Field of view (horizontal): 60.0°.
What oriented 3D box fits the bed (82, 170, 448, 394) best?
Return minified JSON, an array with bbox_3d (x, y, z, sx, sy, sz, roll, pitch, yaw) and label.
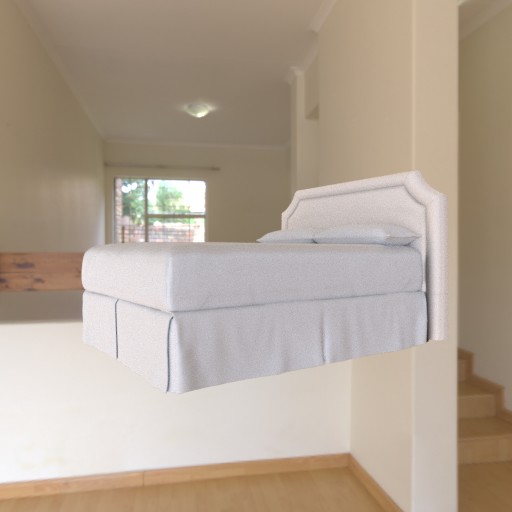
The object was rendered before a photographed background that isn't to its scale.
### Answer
[{"bbox_3d":[0.000,0.000,3.333,2.164,1.297,1.828,0,1,-35],"label":"bed"}]
